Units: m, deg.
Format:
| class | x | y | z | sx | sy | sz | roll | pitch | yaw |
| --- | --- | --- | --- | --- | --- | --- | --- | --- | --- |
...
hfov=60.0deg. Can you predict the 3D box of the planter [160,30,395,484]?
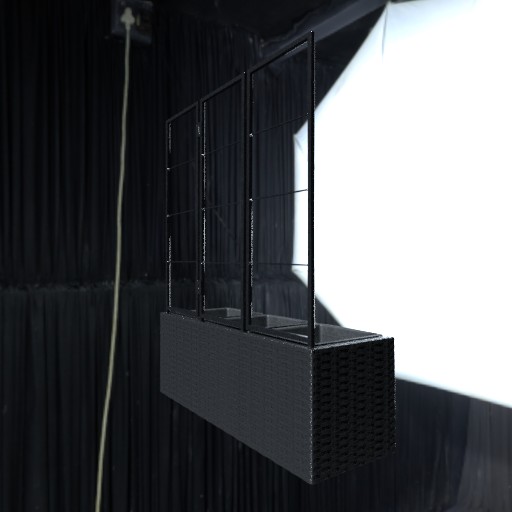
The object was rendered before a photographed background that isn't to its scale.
| class | x | y | z | sx | sy | sz | roll | pitch | yaw |
| --- | --- | --- | --- | --- | --- | --- | --- | --- | --- |
| planter | 0.000 | 0.000 | 1.163 | 0.244 | 0.841 | 0.698 | 0 | 0 | -35 |
